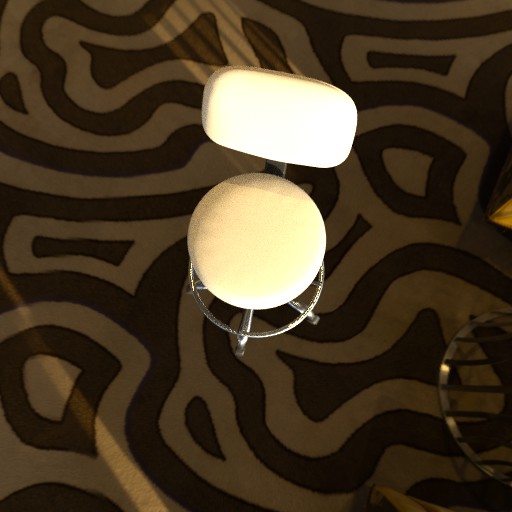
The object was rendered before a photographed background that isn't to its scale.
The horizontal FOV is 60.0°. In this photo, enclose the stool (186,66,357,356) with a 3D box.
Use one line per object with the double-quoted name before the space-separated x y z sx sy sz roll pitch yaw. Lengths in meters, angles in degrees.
"stool" 0.000 0.000 1.477 0.609 1.080 0.616 14 75 4
